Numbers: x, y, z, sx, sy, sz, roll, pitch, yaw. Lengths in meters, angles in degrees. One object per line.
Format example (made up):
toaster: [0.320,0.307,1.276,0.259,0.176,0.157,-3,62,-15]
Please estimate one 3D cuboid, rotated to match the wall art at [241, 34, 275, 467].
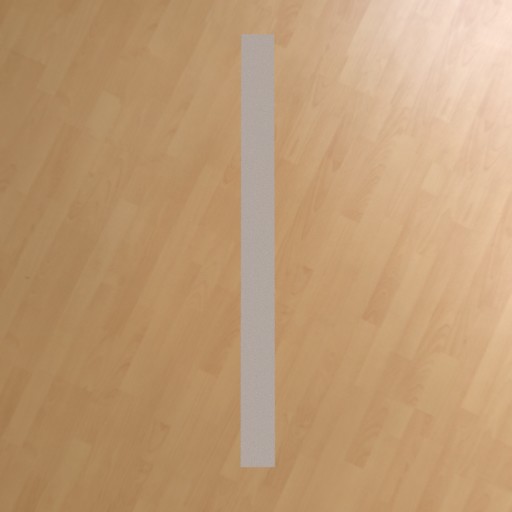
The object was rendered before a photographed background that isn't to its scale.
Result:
wall art: [0.000,0.000,0.540,0.027,0.355,0.355,0,87,0]
